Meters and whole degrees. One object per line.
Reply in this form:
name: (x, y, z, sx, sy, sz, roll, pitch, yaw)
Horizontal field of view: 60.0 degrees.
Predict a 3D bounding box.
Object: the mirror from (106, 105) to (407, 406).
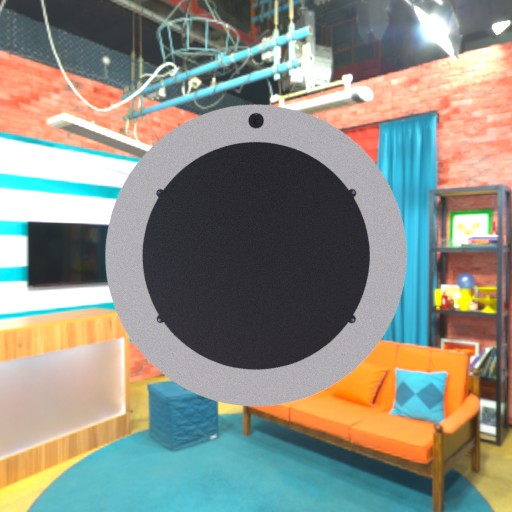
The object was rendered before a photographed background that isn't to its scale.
mirror: (0.000, 0.000, 1.361, 0.914, 0.914, 0.038, 0, 1, 0)
